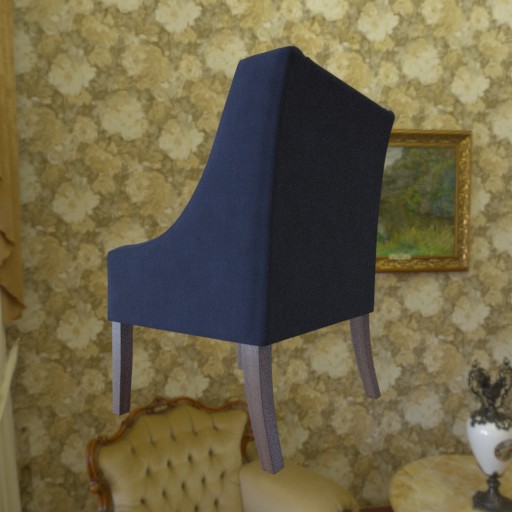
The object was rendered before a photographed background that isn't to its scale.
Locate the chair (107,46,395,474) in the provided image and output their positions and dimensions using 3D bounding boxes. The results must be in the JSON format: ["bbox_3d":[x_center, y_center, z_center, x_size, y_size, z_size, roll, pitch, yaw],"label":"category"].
[{"bbox_3d":[0.000,0.000,1.323,0.629,0.895,0.629,1,2,37],"label":"chair"}]
